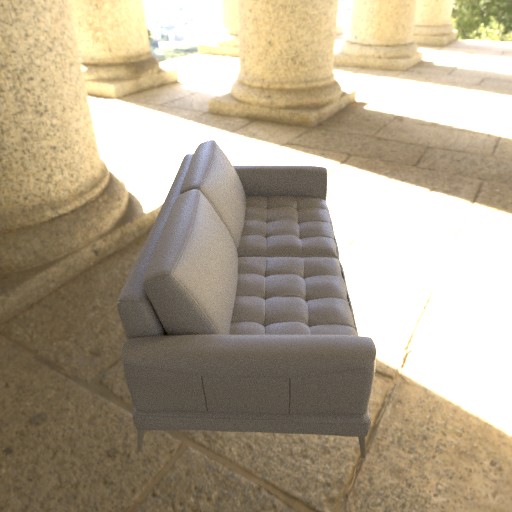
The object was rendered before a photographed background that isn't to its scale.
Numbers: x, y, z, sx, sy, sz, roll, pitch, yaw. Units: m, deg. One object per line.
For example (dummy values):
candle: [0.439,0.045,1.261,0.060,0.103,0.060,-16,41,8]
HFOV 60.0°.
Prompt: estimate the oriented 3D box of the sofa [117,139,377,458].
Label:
sofa: [0.000,0.000,2.762,1.121,0.930,2.177,1,33,1]
